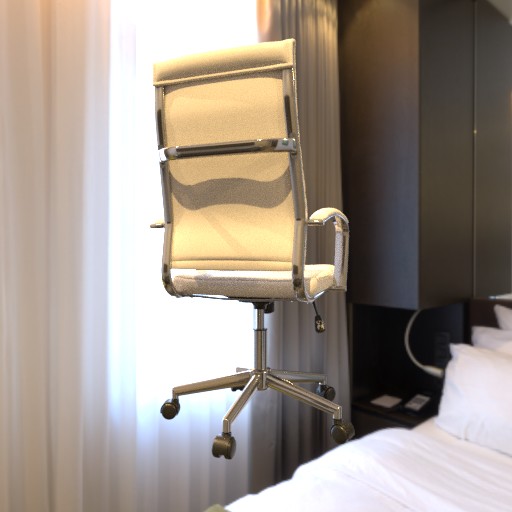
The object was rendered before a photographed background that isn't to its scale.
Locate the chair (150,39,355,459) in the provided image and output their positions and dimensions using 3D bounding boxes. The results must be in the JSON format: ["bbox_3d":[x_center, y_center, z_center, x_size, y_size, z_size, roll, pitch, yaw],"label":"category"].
[{"bbox_3d":[0.000,0.000,1.523,0.679,1.149,0.679,0,1,19],"label":"chair"}]
